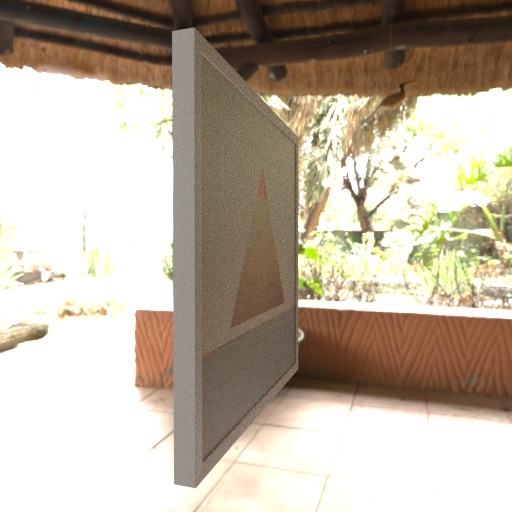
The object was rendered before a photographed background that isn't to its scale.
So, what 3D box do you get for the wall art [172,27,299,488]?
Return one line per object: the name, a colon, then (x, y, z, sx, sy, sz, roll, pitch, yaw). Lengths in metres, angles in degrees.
wall art: (0.000, 0.000, 1.105, 0.041, 0.765, 0.768, 0, 1, 18)
